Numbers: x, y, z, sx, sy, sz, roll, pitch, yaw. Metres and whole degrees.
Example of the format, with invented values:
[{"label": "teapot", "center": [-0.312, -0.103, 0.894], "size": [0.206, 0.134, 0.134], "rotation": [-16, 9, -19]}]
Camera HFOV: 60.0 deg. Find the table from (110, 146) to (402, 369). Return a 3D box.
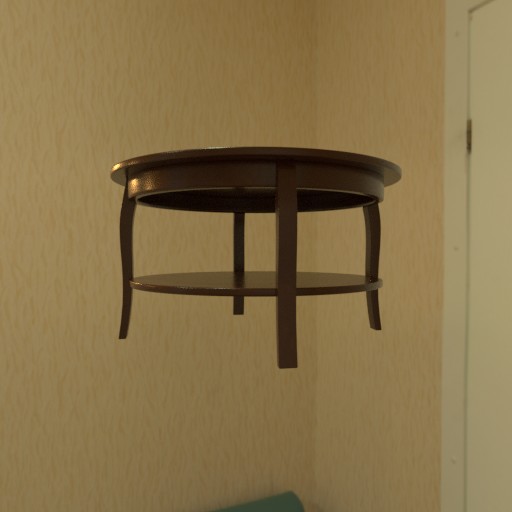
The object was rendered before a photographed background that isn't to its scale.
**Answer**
[{"label": "table", "center": [0.000, 0.000, 1.461], "size": [0.911, 0.512, 0.911], "rotation": [0, 1, 0]}]
